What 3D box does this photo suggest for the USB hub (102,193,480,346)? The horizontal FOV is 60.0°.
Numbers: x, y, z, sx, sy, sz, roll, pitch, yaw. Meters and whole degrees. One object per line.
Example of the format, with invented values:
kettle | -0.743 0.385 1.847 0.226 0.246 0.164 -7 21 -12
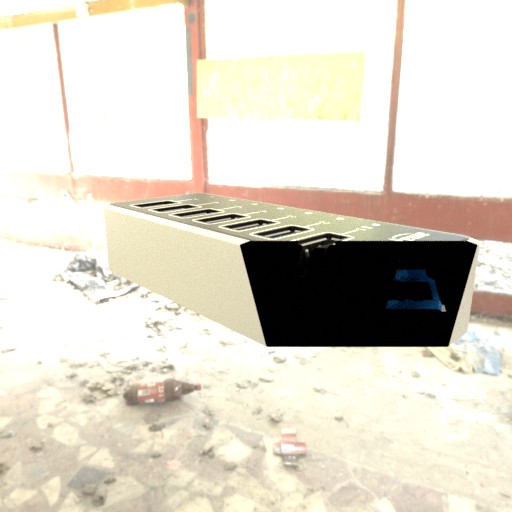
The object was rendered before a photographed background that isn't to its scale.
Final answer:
USB hub | 0.000 0.000 0.130 0.044 0.023 0.110 -15 22 -42
